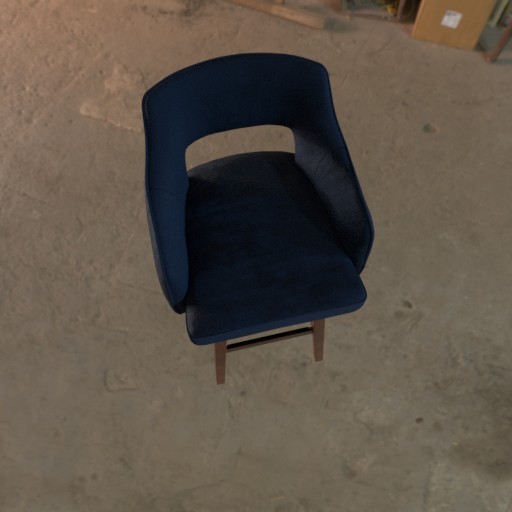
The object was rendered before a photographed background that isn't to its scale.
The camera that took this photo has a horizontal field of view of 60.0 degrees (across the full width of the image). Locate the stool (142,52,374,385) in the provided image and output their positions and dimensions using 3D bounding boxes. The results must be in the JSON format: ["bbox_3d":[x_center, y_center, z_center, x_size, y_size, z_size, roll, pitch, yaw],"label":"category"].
[{"bbox_3d":[0.000,0.000,1.375,0.550,1.041,0.560,-12,64,-6],"label":"stool"}]
